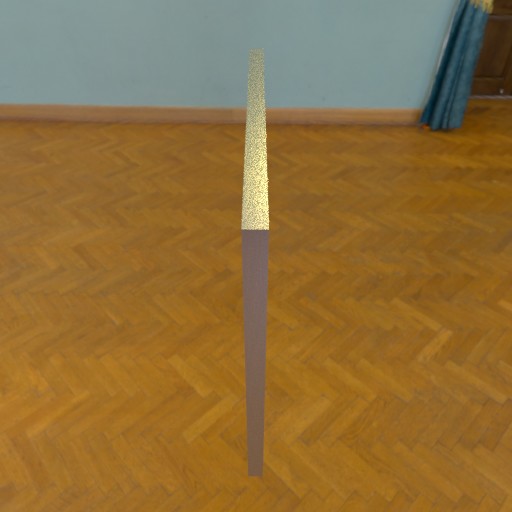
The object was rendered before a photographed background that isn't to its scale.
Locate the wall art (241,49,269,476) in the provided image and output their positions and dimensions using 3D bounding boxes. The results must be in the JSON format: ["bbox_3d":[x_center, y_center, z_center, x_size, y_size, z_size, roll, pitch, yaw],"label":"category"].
[{"bbox_3d":[0.000,0.000,1.181,0.038,0.806,0.806,0,41,0],"label":"wall art"}]
